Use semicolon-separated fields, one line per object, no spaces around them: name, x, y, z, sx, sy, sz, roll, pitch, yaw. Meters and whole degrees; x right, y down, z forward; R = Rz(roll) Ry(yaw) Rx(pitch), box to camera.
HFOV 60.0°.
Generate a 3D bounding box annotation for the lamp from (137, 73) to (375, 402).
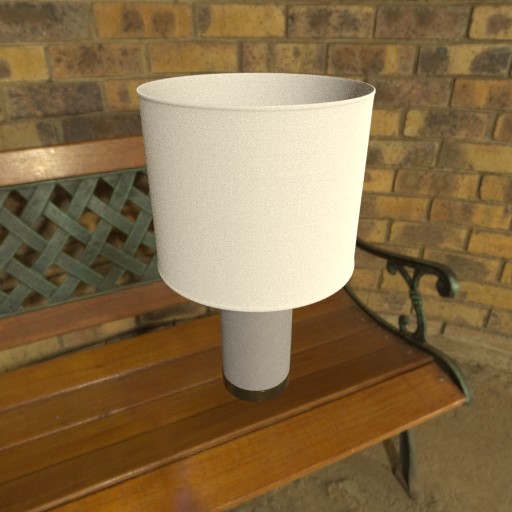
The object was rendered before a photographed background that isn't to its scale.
lamp;0.000;0.000;0.525;0.229;0.380;0.229;0;28;0
